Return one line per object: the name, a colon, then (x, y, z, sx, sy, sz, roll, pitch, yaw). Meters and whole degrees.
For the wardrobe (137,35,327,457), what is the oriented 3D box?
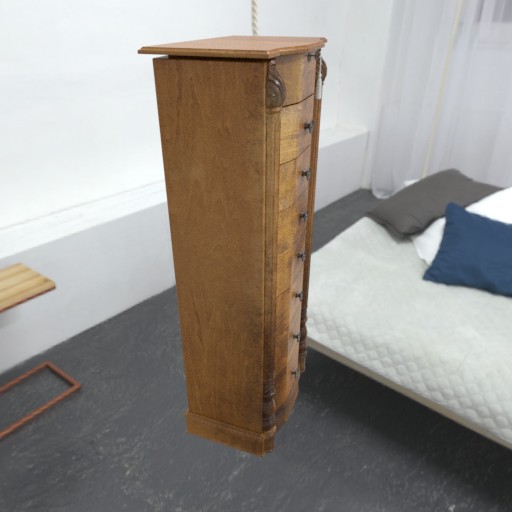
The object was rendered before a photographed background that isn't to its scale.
wardrobe: (0.000, 0.000, 1.099, 0.273, 0.959, 0.406, 10, 31, 18)
